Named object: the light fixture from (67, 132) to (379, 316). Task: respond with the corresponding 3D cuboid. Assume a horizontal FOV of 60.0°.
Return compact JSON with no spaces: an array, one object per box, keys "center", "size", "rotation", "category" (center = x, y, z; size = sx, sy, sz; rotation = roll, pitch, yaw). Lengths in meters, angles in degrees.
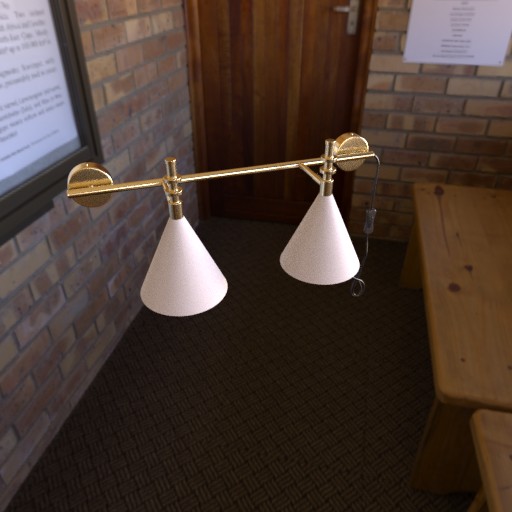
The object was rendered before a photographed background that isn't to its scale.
[{"center":[0.000,0.000,0.880],"size":[0.642,0.468,0.239],"rotation":[-11,34,-16],"category":"light fixture"}]
